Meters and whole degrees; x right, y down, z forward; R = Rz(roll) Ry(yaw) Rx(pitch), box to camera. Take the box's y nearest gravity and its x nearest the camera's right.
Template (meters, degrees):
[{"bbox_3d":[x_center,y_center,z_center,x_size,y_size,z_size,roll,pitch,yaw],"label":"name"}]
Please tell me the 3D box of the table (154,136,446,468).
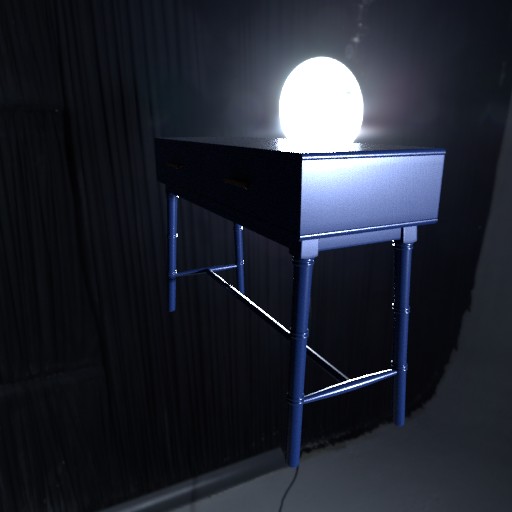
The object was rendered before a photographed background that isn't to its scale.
[{"bbox_3d":[0.000,0.000,1.497,0.399,0.749,1.118,-8,18,-25],"label":"table"}]
